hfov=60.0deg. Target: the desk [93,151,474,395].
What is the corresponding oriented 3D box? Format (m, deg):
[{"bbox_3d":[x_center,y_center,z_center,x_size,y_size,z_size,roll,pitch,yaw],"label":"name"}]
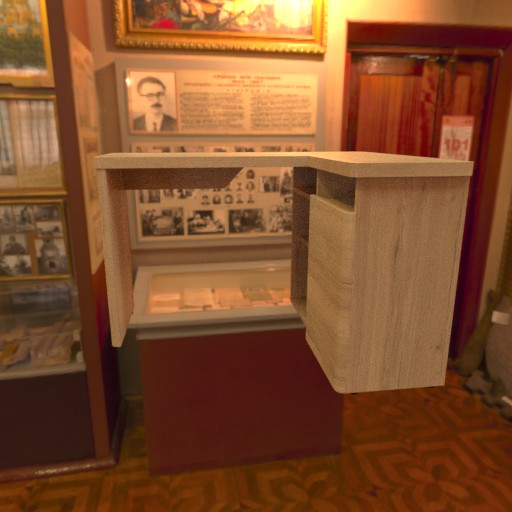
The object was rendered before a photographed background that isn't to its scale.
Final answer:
[{"bbox_3d":[0.000,0.000,1.732,1.169,0.760,0.900,-2,15,-8],"label":"desk"}]
